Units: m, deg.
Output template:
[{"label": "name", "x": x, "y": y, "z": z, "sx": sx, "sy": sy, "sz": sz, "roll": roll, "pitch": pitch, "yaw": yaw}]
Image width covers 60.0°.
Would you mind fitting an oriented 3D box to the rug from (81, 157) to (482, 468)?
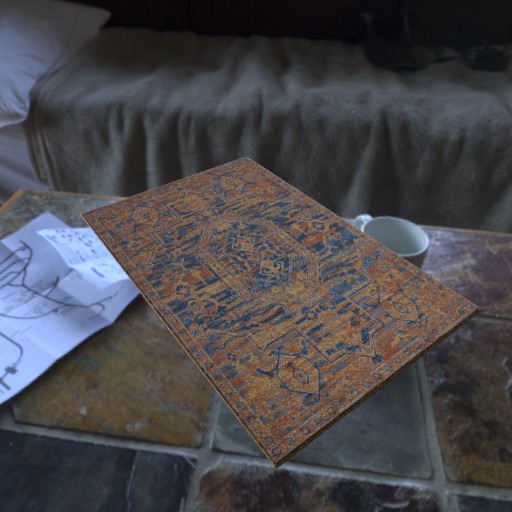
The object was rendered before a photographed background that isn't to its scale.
[{"label": "rug", "x": 0.000, "y": 0.000, "z": 2.205, "sx": 1.148, "sy": 0.013, "sz": 1.758, "roll": -26, "pitch": 46, "yaw": -27}]
